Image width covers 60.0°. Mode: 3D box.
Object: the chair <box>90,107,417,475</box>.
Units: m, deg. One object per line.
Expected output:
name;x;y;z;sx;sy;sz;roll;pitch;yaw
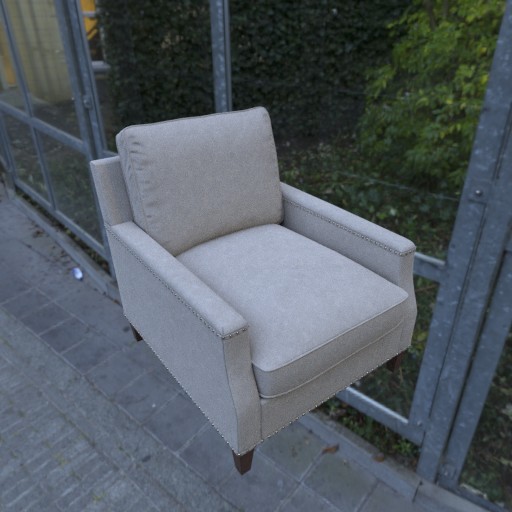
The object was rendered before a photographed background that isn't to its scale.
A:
chair;0.000;0.000;1.724;0.853;0.943;1.014;-20;35;-31
